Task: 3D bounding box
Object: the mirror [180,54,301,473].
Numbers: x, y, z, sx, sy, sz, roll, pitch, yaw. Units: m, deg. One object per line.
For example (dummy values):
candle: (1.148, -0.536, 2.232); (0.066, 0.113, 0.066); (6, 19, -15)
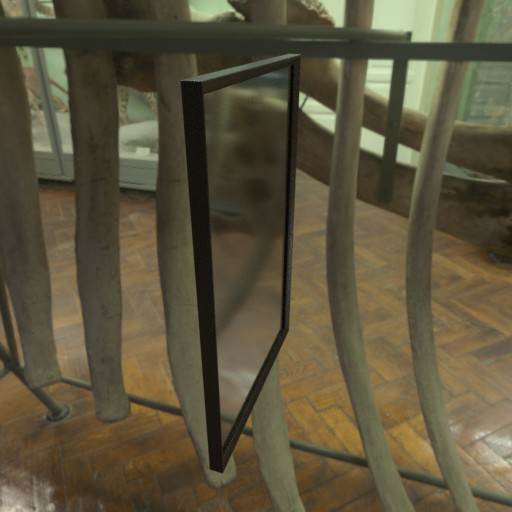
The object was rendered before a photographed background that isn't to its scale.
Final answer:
mirror: (0.000, 0.000, 1.146); (0.041, 0.915, 0.609); (9, 30, 17)
